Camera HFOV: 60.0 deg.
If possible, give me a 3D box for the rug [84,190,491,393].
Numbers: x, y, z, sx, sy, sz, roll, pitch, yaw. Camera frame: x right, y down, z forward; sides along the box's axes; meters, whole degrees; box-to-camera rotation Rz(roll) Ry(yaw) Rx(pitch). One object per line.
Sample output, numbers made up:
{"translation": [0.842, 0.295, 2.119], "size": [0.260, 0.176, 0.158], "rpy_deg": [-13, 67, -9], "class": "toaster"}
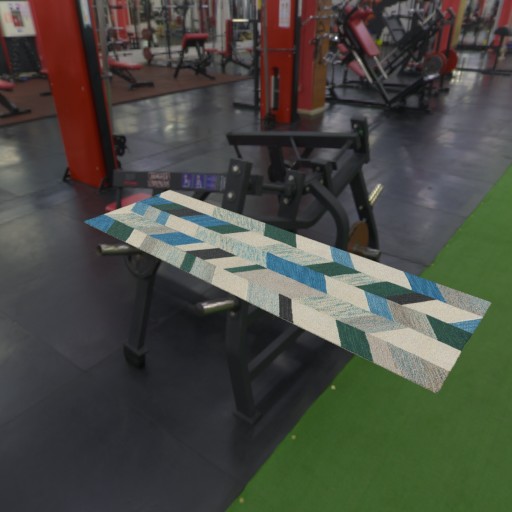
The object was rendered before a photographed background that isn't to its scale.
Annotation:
{"translation": [0.000, 0.000, 2.629], "size": [2.437, 0.008, 0.774], "rpy_deg": [22, 36, 34], "class": "rug"}
